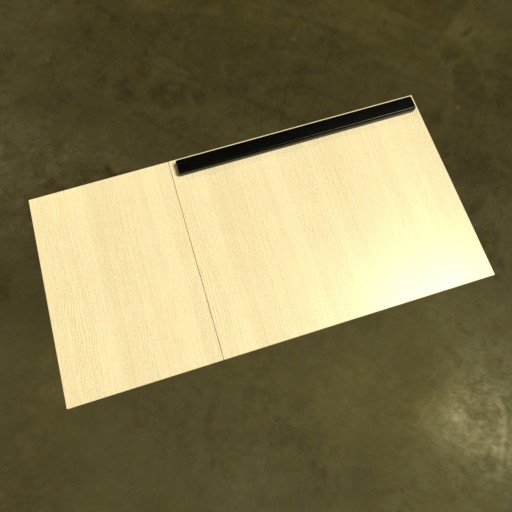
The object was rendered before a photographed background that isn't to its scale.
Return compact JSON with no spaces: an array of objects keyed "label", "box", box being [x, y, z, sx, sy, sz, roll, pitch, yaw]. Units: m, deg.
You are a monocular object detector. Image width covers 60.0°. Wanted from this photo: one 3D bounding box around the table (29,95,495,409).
[{"label":"table","box":[0.000,0.000,0.777,0.644,0.242,0.322,-17,75,-5]}]
